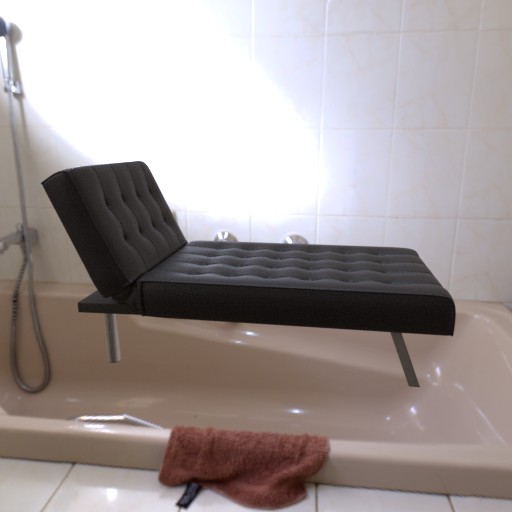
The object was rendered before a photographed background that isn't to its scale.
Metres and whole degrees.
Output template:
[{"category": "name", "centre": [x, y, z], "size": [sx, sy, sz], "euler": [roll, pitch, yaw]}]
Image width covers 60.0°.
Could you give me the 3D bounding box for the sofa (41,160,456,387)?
[{"category": "sofa", "centre": [0.000, 0.000, 2.017], "size": [1.560, 0.820, 0.760], "euler": [2, 15, 9]}]
